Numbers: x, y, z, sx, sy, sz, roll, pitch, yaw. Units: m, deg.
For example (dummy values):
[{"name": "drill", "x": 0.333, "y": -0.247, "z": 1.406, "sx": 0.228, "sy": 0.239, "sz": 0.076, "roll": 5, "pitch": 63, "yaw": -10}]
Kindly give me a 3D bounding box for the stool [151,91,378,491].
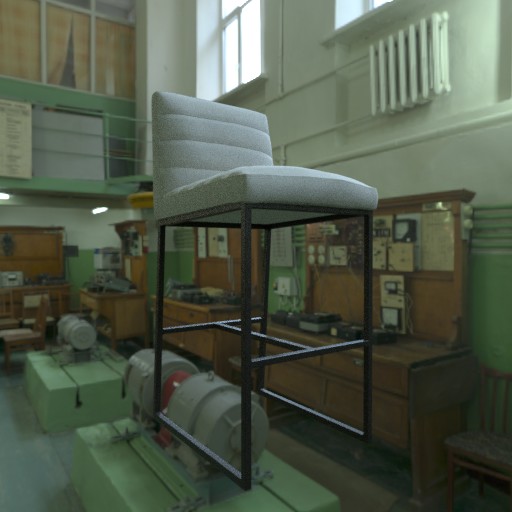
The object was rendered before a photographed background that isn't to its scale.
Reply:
[{"name": "stool", "x": 0.000, "y": 0.000, "z": 1.344, "sx": 0.464, "sy": 1.061, "sz": 0.573, "roll": -1, "pitch": 1, "yaw": -36}]
